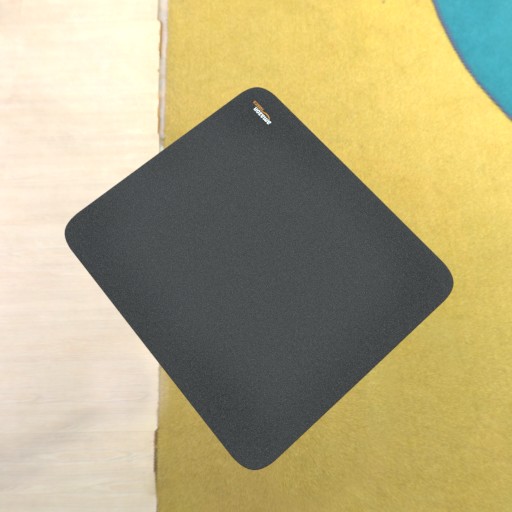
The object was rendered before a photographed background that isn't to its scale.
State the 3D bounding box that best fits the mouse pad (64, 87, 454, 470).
[{"bbox_3d":[0.000,0.000,0.330,0.203,0.003,0.229,-40,78,-10],"label":"mouse pad"}]
